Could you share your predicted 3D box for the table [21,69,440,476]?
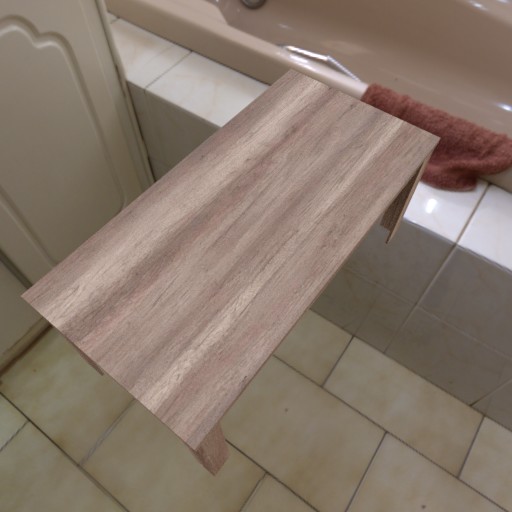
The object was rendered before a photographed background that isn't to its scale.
[{"bbox_3d":[0.000,0.000,2.274,0.900,0.790,1.800,33,63,19],"label":"table"}]
